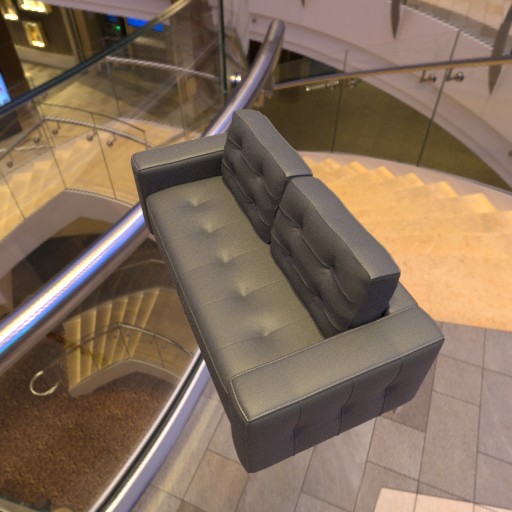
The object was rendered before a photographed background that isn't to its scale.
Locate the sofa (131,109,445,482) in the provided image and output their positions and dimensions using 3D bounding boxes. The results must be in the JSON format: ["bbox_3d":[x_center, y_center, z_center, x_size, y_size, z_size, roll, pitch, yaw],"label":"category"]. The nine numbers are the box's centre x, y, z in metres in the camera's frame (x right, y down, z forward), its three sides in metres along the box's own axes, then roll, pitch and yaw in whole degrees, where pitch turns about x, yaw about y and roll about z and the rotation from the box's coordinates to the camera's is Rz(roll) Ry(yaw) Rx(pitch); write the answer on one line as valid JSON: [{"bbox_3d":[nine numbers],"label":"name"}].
[{"bbox_3d":[0.000,0.000,2.197,0.833,0.893,1.726,-17,48,-16],"label":"sofa"}]
